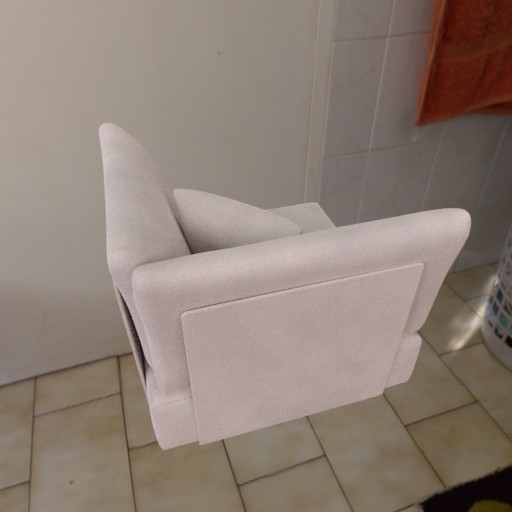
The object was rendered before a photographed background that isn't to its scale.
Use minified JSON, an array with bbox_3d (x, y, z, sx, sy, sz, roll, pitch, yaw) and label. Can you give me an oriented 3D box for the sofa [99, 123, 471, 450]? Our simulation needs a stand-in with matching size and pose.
[{"bbox_3d":[0.000,0.000,1.719,1.000,0.820,1.000,-11,40,-13],"label":"sofa"}]
